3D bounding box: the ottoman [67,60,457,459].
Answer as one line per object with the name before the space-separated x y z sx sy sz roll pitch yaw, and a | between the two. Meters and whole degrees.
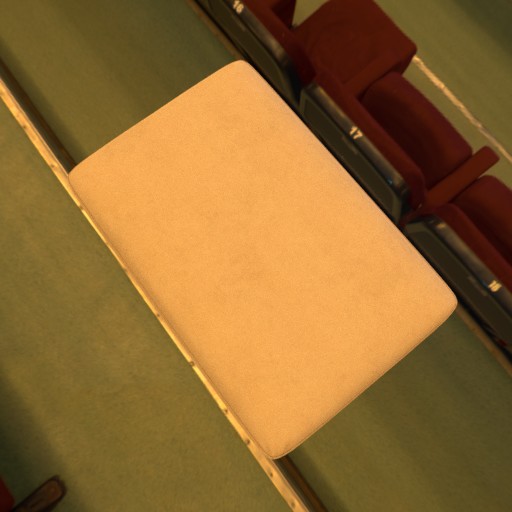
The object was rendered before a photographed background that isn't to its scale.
ottoman | 0.000 0.000 1.229 0.584 0.483 0.864 -37 79 -8
